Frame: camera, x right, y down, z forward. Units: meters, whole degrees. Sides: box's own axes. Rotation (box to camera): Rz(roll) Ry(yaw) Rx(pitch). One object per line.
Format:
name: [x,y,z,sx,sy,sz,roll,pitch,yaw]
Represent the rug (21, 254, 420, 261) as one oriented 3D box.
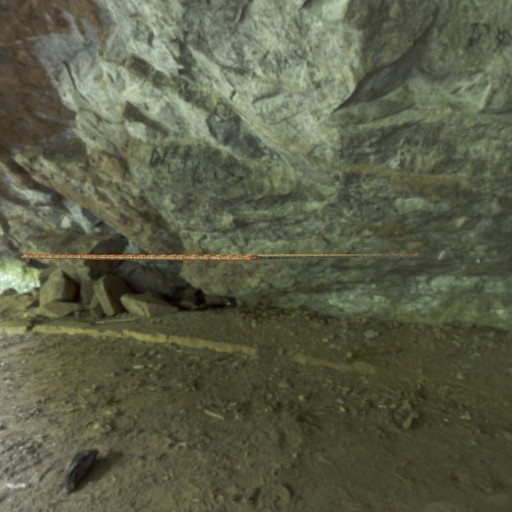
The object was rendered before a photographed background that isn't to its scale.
rug: [0.000,0.000,2.303,1.220,0.019,1.838,0,0,34]
